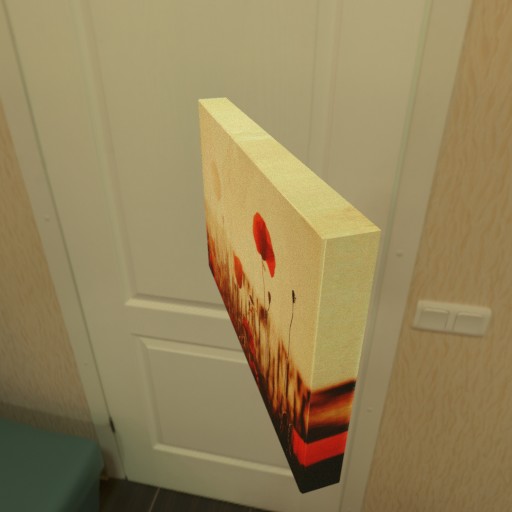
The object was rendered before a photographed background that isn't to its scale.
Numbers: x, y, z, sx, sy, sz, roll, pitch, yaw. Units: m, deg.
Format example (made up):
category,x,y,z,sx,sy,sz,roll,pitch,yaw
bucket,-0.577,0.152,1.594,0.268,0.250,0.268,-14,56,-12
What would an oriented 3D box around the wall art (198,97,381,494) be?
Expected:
category,x,y,z,sx,sy,sz,roll,pitch,yaw
wall art,0.000,0.000,0.476,0.037,0.251,0.383,-9,32,-15
